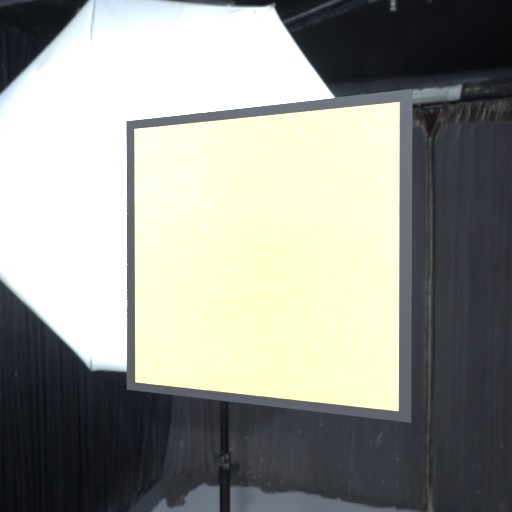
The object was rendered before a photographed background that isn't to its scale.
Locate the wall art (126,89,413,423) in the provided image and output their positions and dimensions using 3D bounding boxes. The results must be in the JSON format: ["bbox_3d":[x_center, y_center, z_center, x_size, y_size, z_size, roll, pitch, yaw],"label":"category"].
[{"bbox_3d":[0.000,0.000,1.149,0.762,0.760,0.037,0,1,19],"label":"wall art"}]
